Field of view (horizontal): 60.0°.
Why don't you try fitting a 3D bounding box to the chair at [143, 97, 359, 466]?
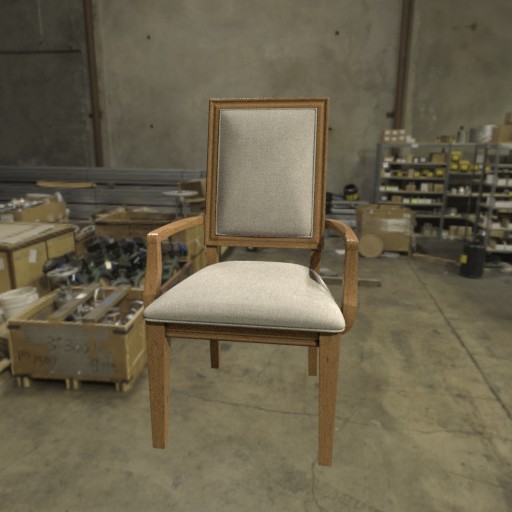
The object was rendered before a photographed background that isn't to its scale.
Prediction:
[{"bbox_3d":[0.000,0.000,1.386,0.606,0.990,0.602,2,14,8],"label":"chair"}]
